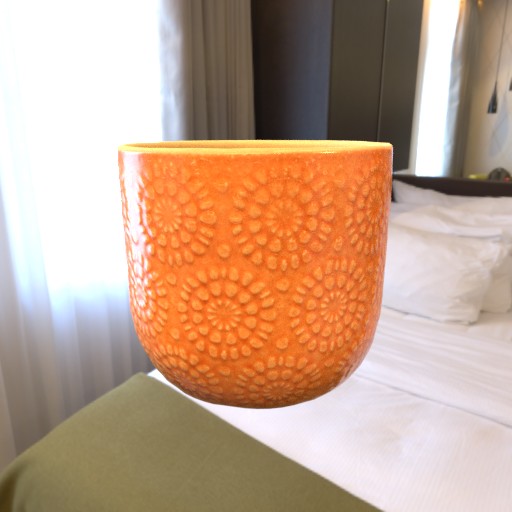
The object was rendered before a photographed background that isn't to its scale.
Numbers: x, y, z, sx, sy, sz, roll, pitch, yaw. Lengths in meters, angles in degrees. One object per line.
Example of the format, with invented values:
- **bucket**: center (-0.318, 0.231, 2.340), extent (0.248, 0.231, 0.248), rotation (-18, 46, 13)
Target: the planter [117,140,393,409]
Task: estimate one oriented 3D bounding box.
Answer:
- **planter**: center (0.000, 0.000, 0.293), extent (0.170, 0.152, 0.170), rotation (0, 16, 0)
